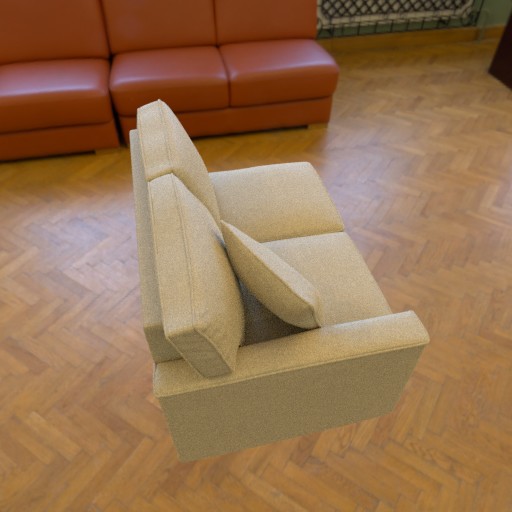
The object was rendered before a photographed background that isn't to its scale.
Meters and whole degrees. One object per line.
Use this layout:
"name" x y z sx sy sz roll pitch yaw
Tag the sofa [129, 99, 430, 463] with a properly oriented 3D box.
"sofa" 0.000 0.000 2.061 0.991 0.989 1.388 -10 47 -9
